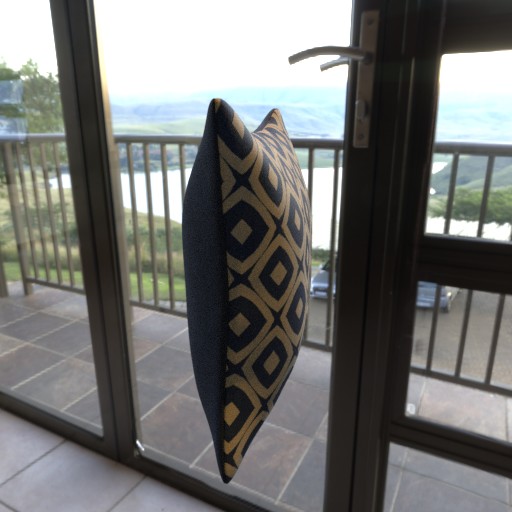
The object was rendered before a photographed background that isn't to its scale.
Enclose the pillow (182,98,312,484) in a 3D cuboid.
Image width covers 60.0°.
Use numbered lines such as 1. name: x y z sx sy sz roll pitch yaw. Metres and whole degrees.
1. pillow: 0.000 0.000 0.762 0.188 0.494 0.504 3 17 9
